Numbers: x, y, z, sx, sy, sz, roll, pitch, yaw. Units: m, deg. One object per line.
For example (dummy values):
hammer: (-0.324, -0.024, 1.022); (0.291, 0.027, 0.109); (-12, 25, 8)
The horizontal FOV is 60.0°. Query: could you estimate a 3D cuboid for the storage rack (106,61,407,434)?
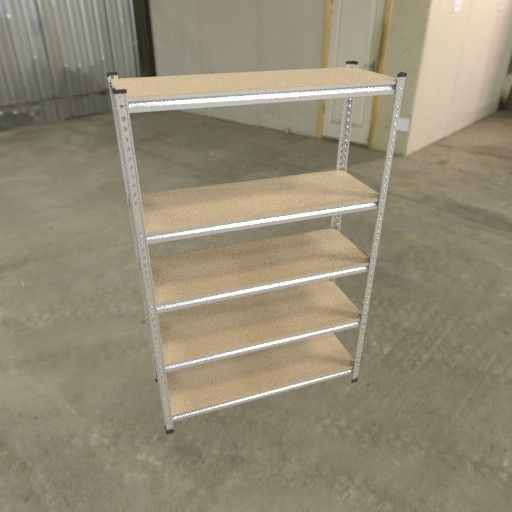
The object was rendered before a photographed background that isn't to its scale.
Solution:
storage rack: (0.000, 0.000, 2.370); (1.219, 1.829, 0.457); (-10, 32, -16)
